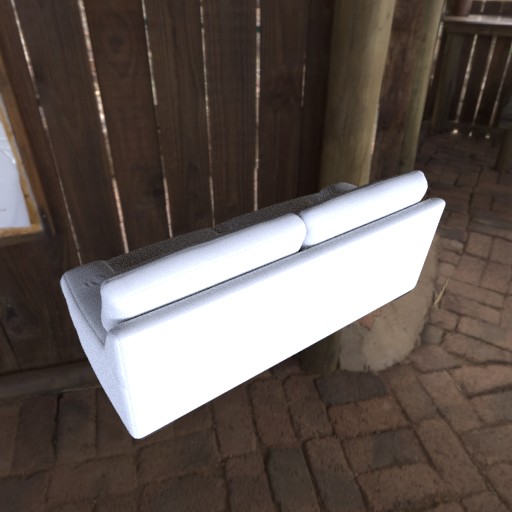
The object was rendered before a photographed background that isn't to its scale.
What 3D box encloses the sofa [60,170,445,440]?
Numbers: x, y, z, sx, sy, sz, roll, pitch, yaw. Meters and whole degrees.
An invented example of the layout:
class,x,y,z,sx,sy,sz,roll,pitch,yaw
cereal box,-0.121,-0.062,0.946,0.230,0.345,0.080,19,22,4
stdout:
class,x,y,z,sx,sy,sz,roll,pitch,yaw
sofa,0.000,0.000,2.814,2.261,0.940,1.143,-21,38,-30
